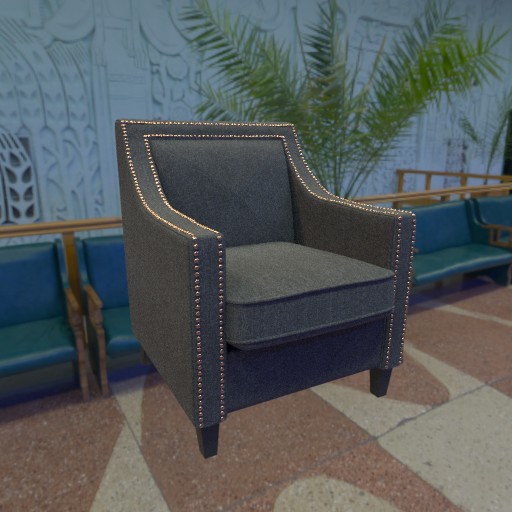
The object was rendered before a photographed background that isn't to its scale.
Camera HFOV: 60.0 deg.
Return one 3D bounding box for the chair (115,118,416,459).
[{"bbox_3d":[0.000,0.000,1.599,0.776,0.967,0.884,-8,16,-27],"label":"chair"}]
